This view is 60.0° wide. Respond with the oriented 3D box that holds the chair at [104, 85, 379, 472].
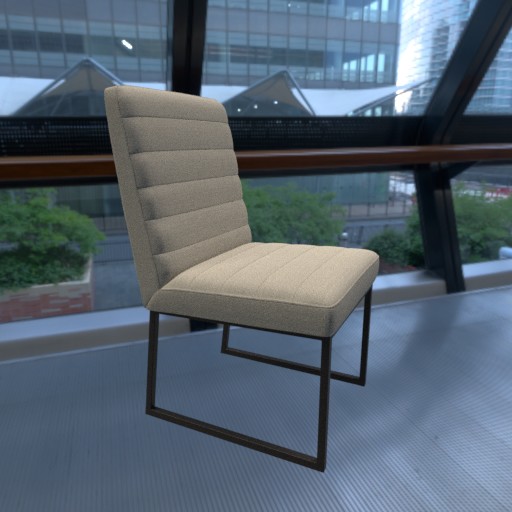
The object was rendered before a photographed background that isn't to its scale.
[{"bbox_3d":[0.000,0.000,1.304,0.634,0.930,0.520,7,16,25],"label":"chair"}]
